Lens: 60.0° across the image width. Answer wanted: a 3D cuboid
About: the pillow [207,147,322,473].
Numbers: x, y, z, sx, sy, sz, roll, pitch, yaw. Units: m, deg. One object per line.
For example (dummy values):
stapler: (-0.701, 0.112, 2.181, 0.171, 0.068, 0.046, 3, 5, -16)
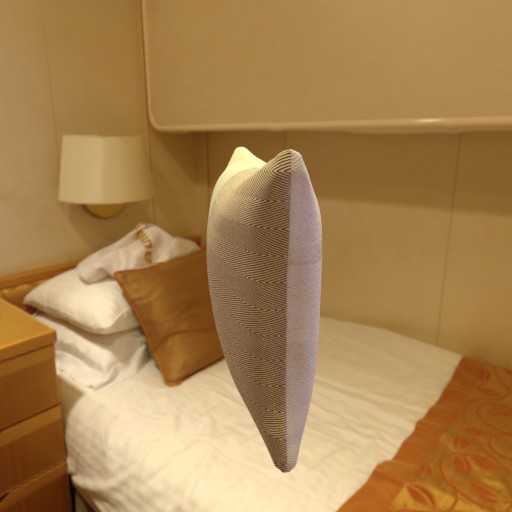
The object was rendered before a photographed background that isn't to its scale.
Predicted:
pillow: (0.000, 0.000, 0.629, 0.139, 0.305, 0.506, -2, 15, -6)
